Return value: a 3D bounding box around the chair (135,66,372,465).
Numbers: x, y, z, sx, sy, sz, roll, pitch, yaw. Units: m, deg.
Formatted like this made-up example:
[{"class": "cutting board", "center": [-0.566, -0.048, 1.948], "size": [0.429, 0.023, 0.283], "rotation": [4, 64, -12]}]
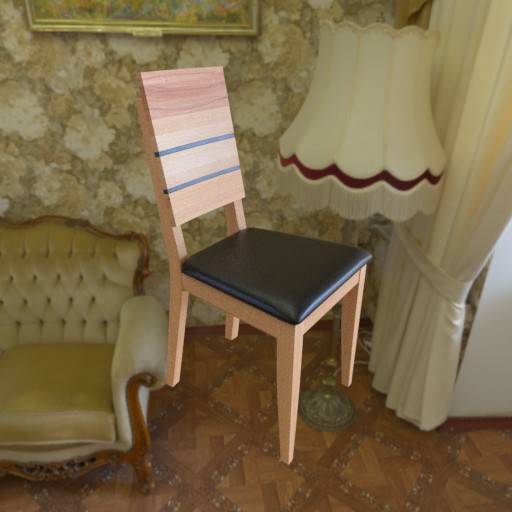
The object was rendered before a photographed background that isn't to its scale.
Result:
[{"class": "chair", "center": [0.000, 0.000, 1.229], "size": [0.520, 0.940, 0.410], "rotation": [18, 32, 32]}]
